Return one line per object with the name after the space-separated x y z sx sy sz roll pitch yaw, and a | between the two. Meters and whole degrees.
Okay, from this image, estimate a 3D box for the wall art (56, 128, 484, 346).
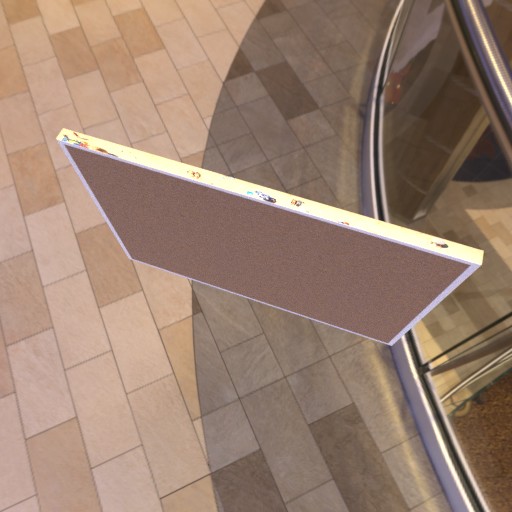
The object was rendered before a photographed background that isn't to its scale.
0.000 0.000 1.473 1.136 0.769 0.040 18 66 8 | wall art
